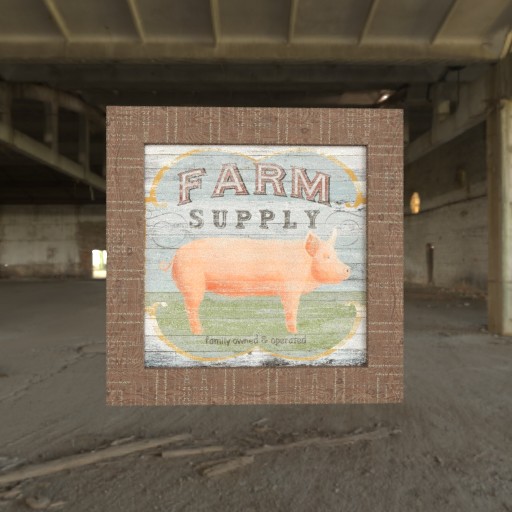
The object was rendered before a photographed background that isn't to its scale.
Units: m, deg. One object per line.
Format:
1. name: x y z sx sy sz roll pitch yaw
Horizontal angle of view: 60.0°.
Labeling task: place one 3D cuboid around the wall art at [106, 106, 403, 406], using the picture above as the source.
1. wall art: 0.000 0.000 0.812 0.531 0.531 0.040 0 0 -2
